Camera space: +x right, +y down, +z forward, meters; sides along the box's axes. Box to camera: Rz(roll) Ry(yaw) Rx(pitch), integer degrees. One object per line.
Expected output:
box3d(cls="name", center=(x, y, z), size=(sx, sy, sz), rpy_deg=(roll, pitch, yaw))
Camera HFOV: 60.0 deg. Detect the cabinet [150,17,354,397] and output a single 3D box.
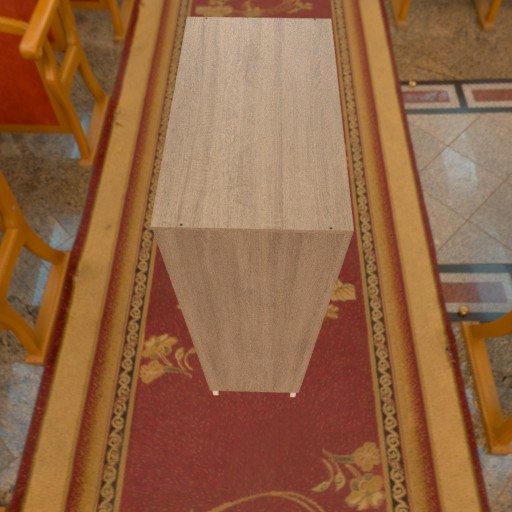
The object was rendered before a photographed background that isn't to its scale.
box3d(cls="cabinet", center=(0.000, 0.000, 2.357), size=(0.571, 1.999, 1.006), rpy_deg=(1, 59, 1))
